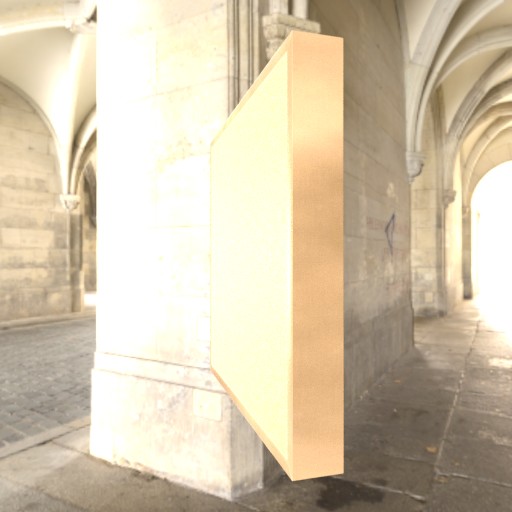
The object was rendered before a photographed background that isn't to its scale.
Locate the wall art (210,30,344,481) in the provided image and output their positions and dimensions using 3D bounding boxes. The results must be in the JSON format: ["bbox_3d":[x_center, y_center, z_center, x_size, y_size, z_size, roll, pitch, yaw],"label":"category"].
[{"bbox_3d":[0.000,0.000,0.449,0.038,0.303,0.305,0,0,-16],"label":"wall art"}]
